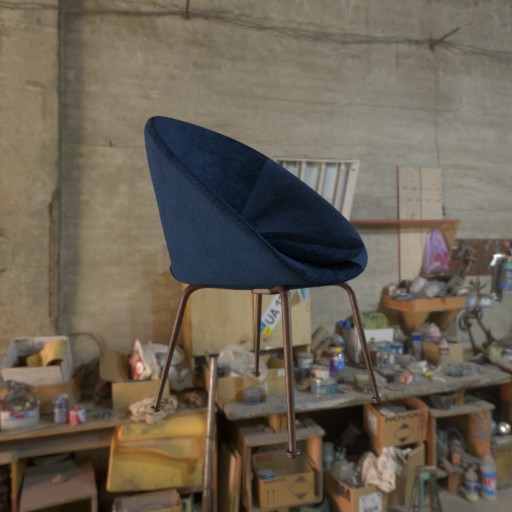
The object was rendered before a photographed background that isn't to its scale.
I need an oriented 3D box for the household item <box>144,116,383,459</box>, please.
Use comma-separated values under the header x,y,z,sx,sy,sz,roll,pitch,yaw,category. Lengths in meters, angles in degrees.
x,y,z,sx,sy,sz,roll,pitch,yaw,category
0.000,0.000,1.275,0.573,0.852,0.623,0,0,38,household item
